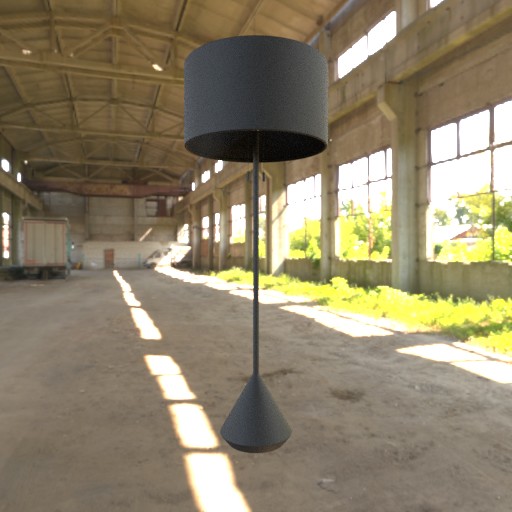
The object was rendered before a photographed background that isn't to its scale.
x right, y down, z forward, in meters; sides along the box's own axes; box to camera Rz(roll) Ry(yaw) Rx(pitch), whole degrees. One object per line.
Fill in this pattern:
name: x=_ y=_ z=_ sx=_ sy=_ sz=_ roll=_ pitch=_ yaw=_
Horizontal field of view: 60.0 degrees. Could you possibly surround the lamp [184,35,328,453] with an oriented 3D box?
lamp: x=0.000 y=0.000 z=1.819 sx=0.580 sy=1.526 sz=0.580 roll=1 pitch=1 yaw=38
